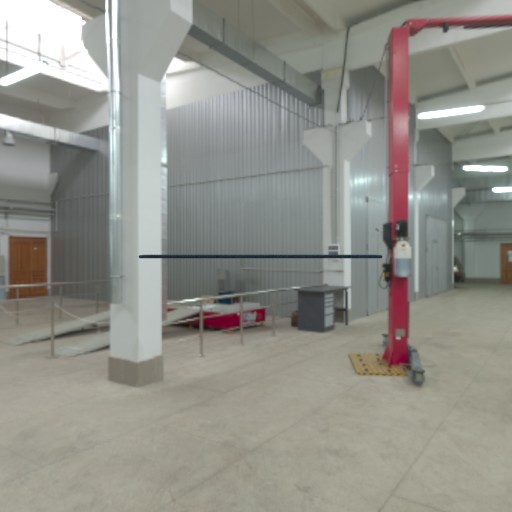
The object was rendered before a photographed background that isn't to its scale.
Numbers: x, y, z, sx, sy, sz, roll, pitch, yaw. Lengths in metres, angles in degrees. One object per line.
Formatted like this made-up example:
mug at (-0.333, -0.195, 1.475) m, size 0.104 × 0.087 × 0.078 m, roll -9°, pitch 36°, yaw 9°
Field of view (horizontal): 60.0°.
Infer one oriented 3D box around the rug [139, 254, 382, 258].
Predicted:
rug at (0.000, 0.000, 2.602) m, size 0.769 × 0.012 × 2.448 m, roll 0°, pitch 0°, yaw -1°
